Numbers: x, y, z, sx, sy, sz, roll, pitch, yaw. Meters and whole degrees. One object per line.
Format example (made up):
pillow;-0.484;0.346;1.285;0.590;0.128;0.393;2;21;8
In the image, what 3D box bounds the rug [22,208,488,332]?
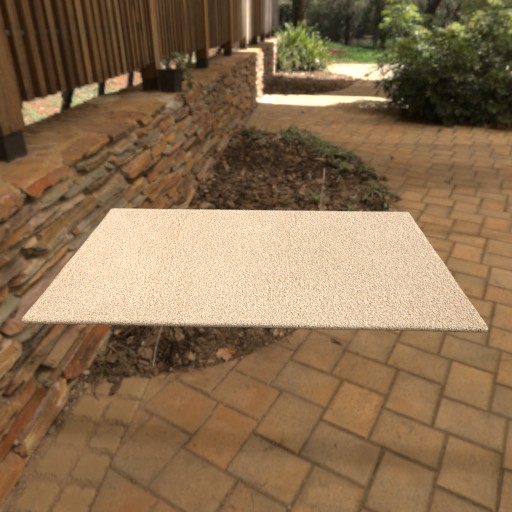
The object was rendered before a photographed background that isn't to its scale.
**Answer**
rug;0.000;0.000;2.968;2.438;0.030;1.524;1;29;2
